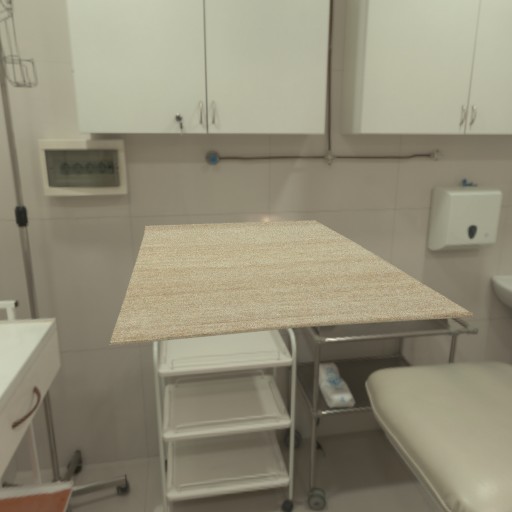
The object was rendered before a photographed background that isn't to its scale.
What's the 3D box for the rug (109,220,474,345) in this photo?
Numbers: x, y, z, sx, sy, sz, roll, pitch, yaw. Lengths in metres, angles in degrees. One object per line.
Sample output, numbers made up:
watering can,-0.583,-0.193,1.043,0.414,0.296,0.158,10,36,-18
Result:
rug,0.000,0.000,2.952,1.574,0.029,2.346,-3,15,-10
